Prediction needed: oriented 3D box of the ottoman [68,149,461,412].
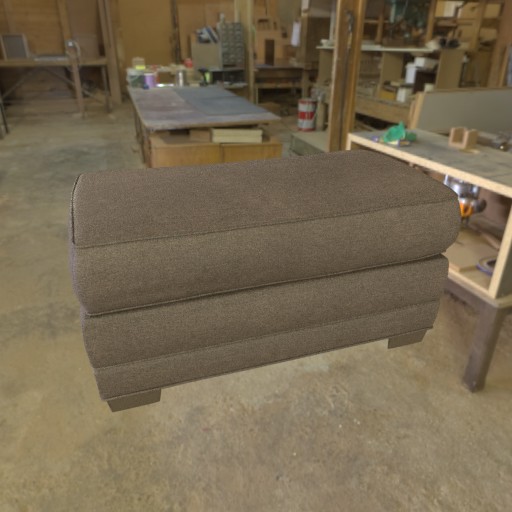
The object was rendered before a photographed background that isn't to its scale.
[{"bbox_3d":[0.000,0.000,1.156,0.864,0.448,0.490,-8,28,-16],"label":"ottoman"}]
